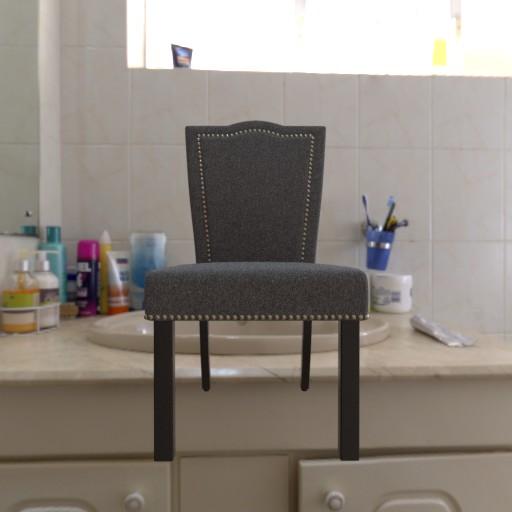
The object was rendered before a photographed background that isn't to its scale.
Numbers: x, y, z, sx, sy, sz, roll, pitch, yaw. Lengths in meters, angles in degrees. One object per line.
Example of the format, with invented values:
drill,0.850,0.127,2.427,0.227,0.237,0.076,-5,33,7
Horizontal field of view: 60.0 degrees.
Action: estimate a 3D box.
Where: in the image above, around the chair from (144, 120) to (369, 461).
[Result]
chair,0.000,0.000,1.289,0.518,0.946,0.589,0,0,0
